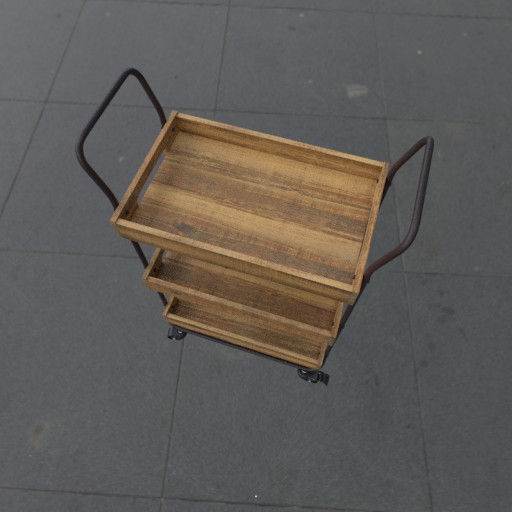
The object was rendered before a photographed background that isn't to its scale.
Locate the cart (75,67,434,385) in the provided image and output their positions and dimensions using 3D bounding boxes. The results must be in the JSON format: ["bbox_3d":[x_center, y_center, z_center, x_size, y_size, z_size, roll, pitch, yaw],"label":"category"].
[{"bbox_3d":[0.000,0.000,1.129,0.583,0.857,0.339,16,63,9],"label":"cart"}]
